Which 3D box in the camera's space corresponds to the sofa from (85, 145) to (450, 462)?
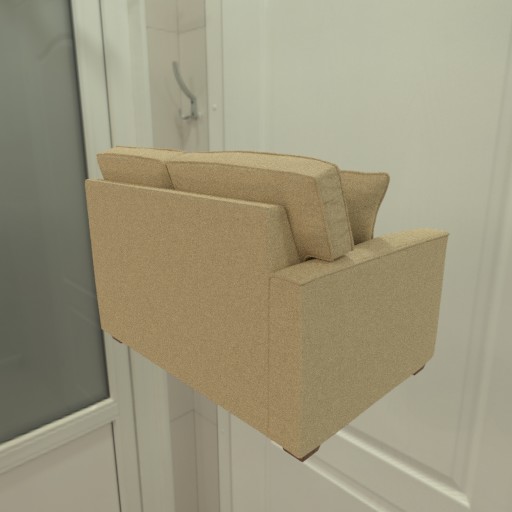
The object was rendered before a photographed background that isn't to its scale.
[{"bbox_3d":[0.000,0.000,2.061,0.991,0.989,1.388,-14,21,-43],"label":"sofa"}]
